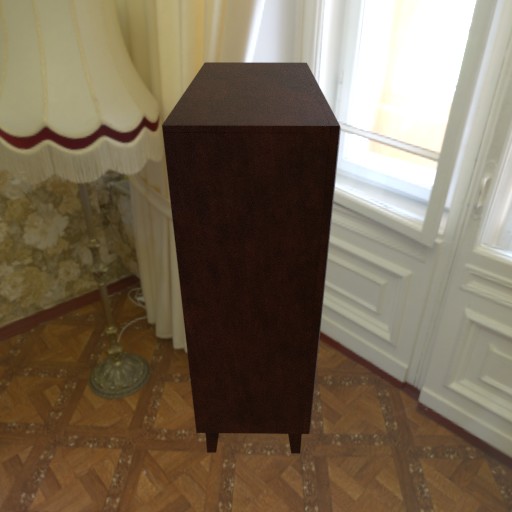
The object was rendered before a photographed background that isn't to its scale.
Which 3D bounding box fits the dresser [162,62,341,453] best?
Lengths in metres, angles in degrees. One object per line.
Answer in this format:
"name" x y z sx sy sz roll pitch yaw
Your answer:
"dresser" 0.000 0.000 2.069 0.506 1.514 1.072 0 32 1
